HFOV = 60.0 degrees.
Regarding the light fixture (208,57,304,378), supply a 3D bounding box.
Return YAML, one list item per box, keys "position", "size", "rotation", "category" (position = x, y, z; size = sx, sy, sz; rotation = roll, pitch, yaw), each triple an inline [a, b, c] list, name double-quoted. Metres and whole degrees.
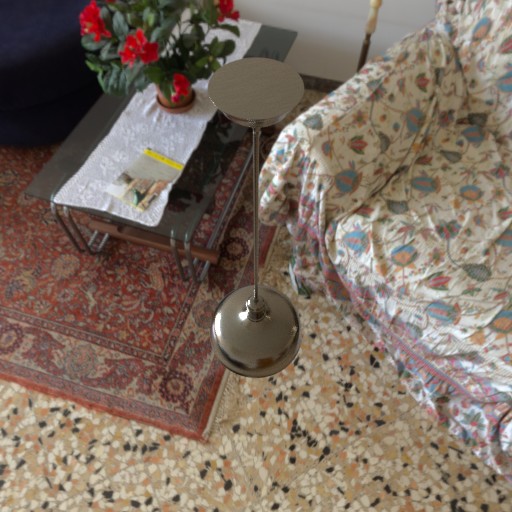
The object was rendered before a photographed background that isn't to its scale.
- position: [0.000, 0.000, 1.049]
  size: [0.299, 0.935, 0.299]
  rotation: [-16, 59, -10]
  category: "light fixture"
